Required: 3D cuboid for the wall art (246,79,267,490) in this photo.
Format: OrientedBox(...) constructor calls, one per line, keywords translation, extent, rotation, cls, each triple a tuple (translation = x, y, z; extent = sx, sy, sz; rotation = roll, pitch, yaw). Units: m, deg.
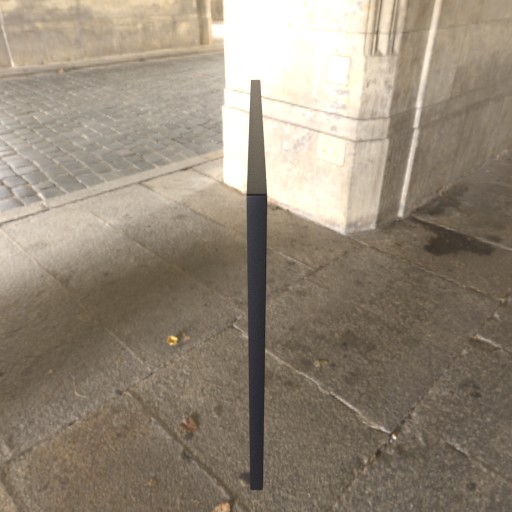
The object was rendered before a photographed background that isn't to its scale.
OrientedBox(translation=(0.000, 0.000, 0.723), extent=(0.018, 0.450, 0.521), rotation=(0, 32, 0), cls="wall art")
